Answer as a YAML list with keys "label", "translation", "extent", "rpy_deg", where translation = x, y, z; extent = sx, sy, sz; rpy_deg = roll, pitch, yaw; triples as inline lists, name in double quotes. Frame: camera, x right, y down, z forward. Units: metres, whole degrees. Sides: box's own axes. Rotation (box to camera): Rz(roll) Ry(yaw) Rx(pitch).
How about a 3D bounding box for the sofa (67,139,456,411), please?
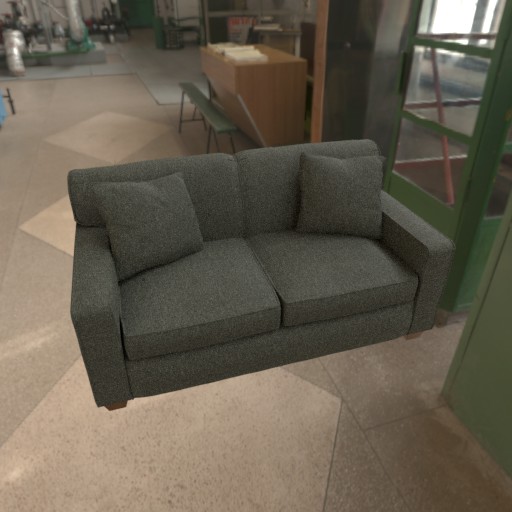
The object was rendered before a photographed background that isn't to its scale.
- label: "sofa"
  translation: [0.000, 0.000, 2.447]
  extent: [1.846, 0.958, 0.998]
  rpy_deg: [-9, 33, -15]
